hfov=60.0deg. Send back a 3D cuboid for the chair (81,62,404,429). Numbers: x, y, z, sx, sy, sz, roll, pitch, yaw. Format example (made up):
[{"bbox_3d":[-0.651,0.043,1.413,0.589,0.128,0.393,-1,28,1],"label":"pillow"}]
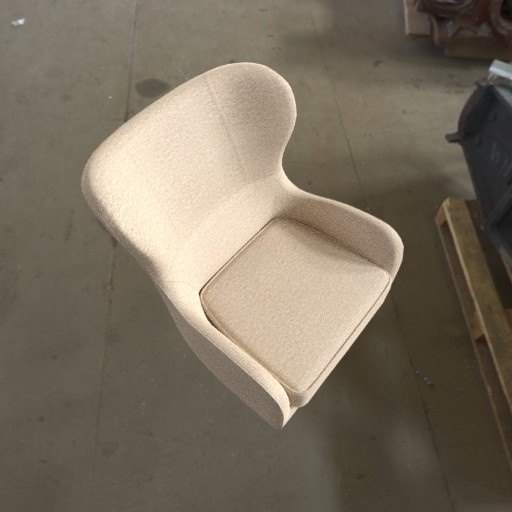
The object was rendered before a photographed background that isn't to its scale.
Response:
[{"bbox_3d":[0.000,0.000,1.800,0.984,1.064,0.861,35,64,20],"label":"chair"}]
